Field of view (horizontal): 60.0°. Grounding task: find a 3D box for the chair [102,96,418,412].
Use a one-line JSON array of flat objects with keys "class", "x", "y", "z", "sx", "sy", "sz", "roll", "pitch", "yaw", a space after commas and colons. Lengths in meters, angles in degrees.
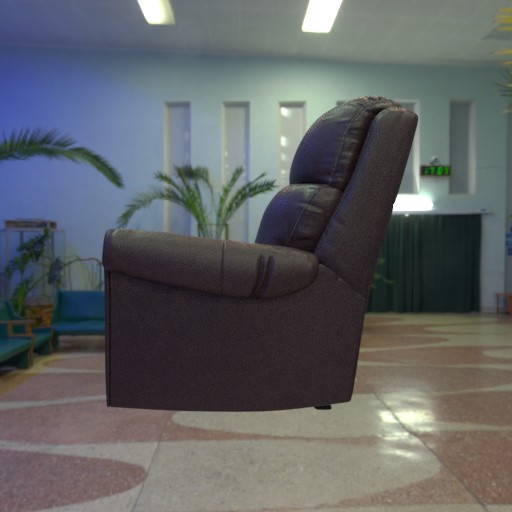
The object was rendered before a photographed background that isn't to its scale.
[{"class": "chair", "x": 0.000, "y": 0.000, "z": 1.726, "sx": 1.014, "sy": 1.054, "sz": 0.838, "roll": 0, "pitch": 1, "yaw": 1}]
